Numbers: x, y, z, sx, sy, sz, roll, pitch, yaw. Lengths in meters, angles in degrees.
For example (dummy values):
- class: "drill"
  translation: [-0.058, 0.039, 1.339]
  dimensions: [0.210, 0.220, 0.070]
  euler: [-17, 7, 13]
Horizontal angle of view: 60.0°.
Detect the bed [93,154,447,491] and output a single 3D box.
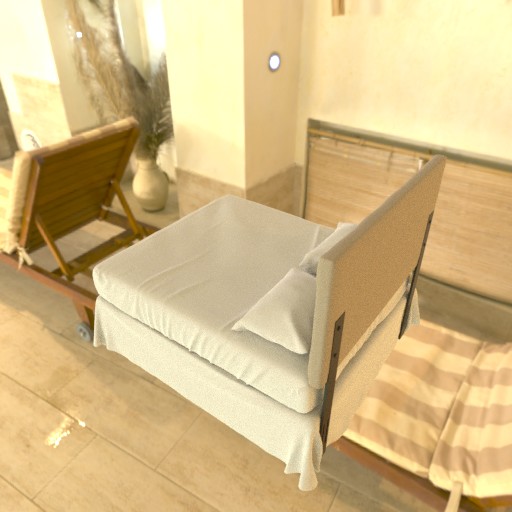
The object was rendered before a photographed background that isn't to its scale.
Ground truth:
- class: "bed"
  translation: [0.000, 0.000, 3.401]
  dimensions: [2.222, 1.577, 1.936]
  euler: [22, 39, 30]
